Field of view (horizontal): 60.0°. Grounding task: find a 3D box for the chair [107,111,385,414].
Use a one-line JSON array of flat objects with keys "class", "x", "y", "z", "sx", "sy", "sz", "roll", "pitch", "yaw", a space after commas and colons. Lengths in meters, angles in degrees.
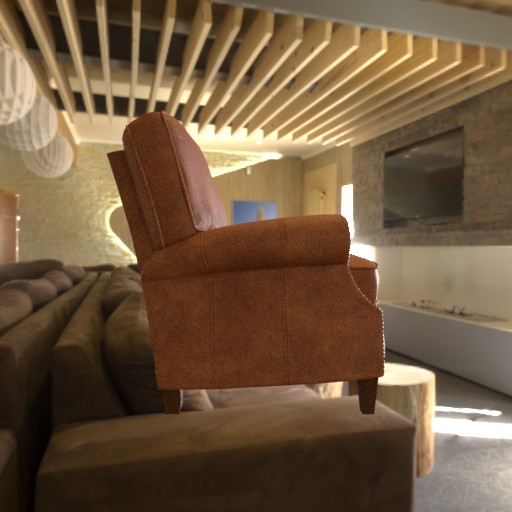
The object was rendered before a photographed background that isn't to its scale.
[{"class": "chair", "x": 0.000, "y": 0.000, "z": 1.790, "sx": 0.986, "sy": 1.018, "sz": 0.936, "roll": 0, "pitch": 1, "yaw": -1}]
